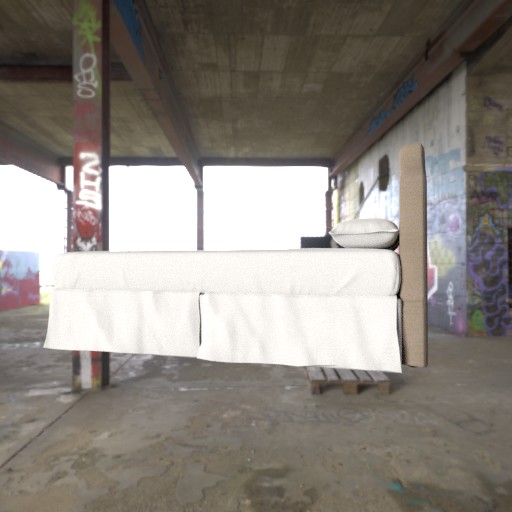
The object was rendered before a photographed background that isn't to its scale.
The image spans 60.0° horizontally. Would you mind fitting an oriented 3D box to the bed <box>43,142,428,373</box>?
[{"bbox_3d":[0.000,0.000,3.583,2.498,1.293,1.977,0,-1,18],"label":"bed"}]
